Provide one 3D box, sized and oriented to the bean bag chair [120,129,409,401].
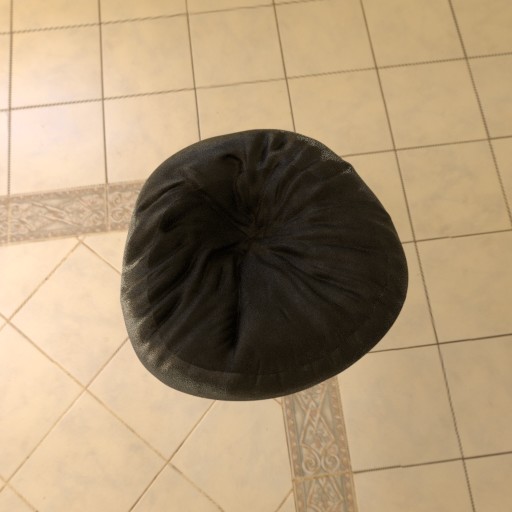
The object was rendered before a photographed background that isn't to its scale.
[{"bbox_3d":[0.000,0.000,2.500,1.524,0.878,1.524,-16,77,-4],"label":"bean bag chair"}]
